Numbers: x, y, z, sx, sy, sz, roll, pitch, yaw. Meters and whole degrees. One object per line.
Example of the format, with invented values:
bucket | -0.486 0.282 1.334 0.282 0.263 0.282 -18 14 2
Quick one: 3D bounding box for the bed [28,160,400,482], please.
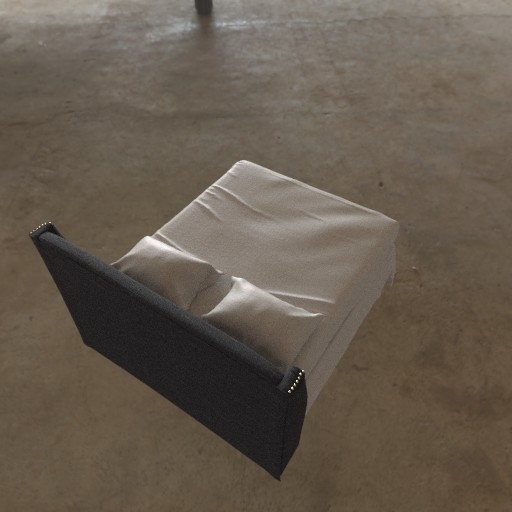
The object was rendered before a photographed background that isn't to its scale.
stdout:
bed | 0.000 0.000 3.483 1.925 1.332 2.276 26 53 22
